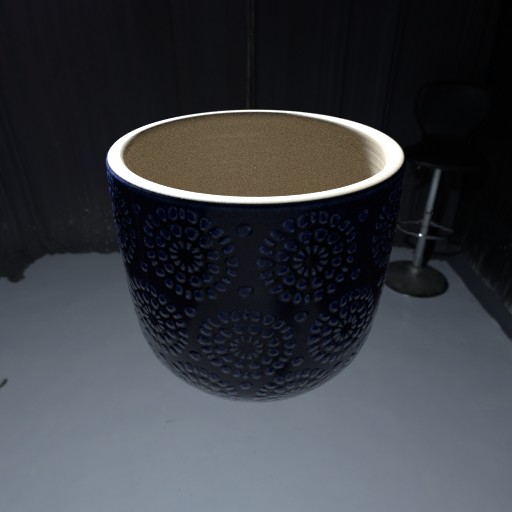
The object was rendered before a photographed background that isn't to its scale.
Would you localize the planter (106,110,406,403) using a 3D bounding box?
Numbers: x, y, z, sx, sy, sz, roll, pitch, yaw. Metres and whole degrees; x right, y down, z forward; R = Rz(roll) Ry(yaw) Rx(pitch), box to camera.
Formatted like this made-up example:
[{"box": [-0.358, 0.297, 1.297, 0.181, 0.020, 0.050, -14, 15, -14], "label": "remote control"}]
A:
[{"box": [0.000, 0.000, 0.288, 0.165, 0.149, 0.165, 0, 31, 0], "label": "planter"}]
